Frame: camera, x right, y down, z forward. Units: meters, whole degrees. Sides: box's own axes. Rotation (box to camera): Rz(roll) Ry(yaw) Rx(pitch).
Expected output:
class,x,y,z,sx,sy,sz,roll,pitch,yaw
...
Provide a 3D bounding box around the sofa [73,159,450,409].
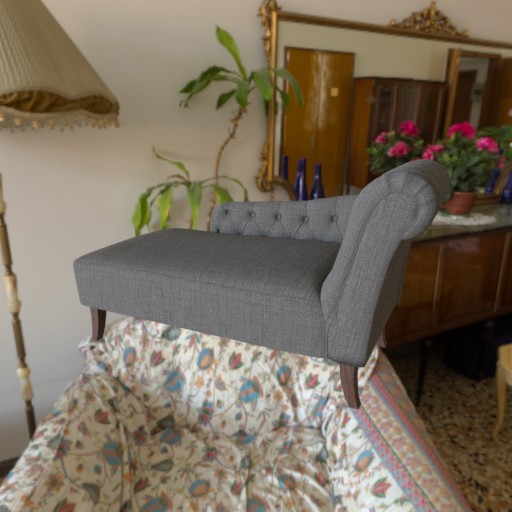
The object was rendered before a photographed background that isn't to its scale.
class,x,y,z,sx,sy,sz,roll,pitch,yaw
sofa,0.000,0.000,1.821,1.379,0.787,0.675,8,18,25
